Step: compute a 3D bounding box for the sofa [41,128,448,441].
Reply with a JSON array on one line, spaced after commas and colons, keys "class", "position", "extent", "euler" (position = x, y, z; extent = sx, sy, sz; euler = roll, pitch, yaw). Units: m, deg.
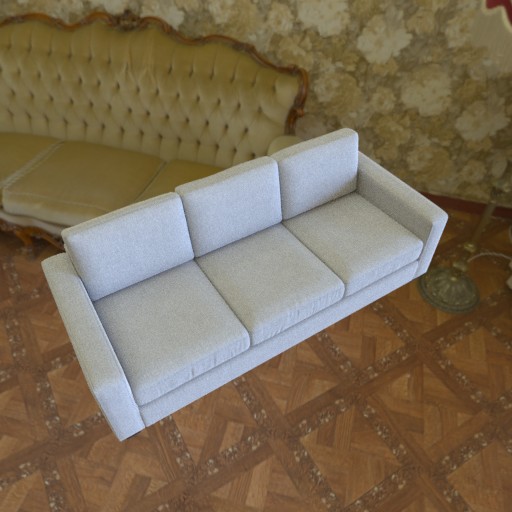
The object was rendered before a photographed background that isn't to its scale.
[{"class": "sofa", "position": [0.000, 0.000, 2.554], "extent": [2.120, 0.800, 0.900], "euler": [-24, 50, -22]}]
